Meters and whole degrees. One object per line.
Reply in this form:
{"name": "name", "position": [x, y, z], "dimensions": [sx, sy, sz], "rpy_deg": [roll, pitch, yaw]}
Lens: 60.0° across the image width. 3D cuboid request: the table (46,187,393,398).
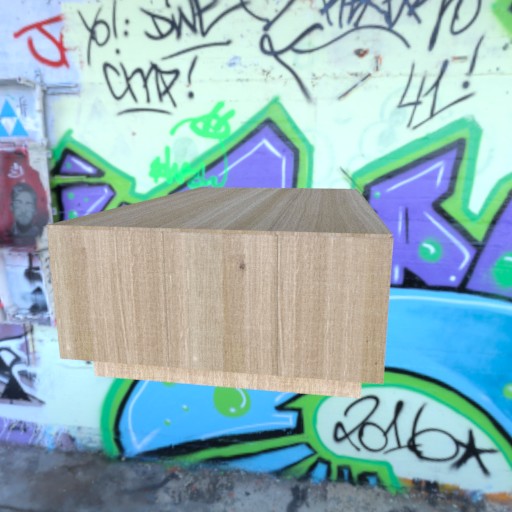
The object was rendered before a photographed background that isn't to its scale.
{"name": "table", "position": [0.000, 0.000, 1.414], "dimensions": [0.678, 0.353, 1.110], "rpy_deg": [2, 13, 9]}
